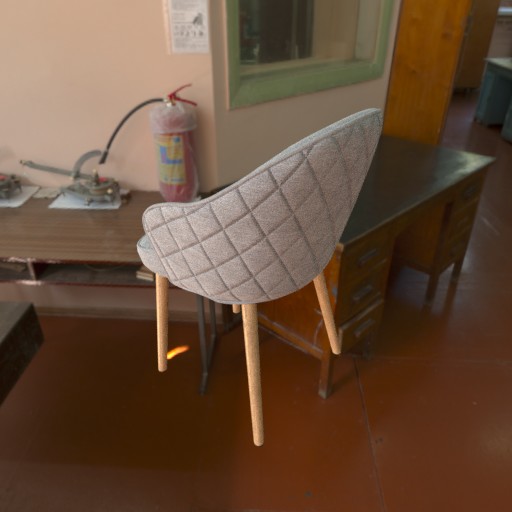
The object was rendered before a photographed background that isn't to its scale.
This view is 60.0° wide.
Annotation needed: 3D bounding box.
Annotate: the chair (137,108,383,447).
[{"bbox_3d":[0.000,0.000,1.165,0.530,0.800,0.540,21,37,31],"label":"chair"}]
